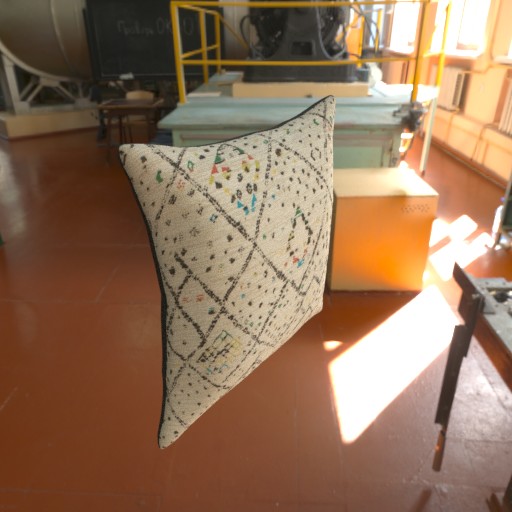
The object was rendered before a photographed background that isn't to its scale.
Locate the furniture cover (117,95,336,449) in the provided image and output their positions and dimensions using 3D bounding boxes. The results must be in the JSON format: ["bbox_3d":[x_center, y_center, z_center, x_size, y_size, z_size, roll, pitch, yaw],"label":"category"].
[{"bbox_3d":[0.000,0.000,0.794,0.180,0.498,0.525,19,32,32],"label":"furniture cover"}]
